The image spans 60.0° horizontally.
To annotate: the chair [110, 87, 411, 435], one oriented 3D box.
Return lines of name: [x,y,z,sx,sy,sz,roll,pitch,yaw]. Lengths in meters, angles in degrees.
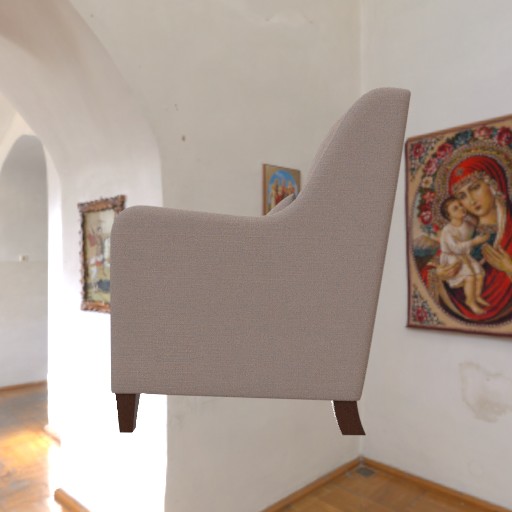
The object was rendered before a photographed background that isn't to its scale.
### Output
chair: [0.000,0.000,1.604,0.896,1.017,0.715,0,0,1]
